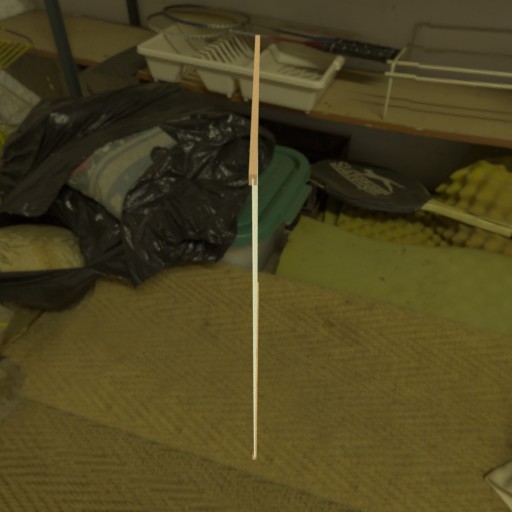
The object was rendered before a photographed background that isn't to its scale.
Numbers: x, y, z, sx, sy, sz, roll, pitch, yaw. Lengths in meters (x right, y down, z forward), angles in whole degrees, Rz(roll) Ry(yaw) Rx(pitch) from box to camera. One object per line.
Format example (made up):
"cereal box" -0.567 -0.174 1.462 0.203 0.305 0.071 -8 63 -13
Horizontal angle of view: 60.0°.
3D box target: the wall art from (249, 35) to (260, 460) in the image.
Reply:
"wall art" 0.000 0.000 1.322 0.013 1.016 0.758 1 42 1
